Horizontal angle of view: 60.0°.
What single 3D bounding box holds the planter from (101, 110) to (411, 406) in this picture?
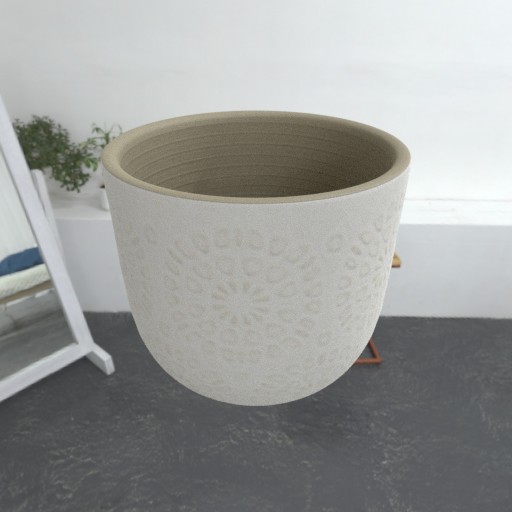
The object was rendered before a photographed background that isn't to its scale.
[{"bbox_3d":[0.000,0.000,0.212,0.124,0.109,0.124,0,30,0],"label":"planter"}]
